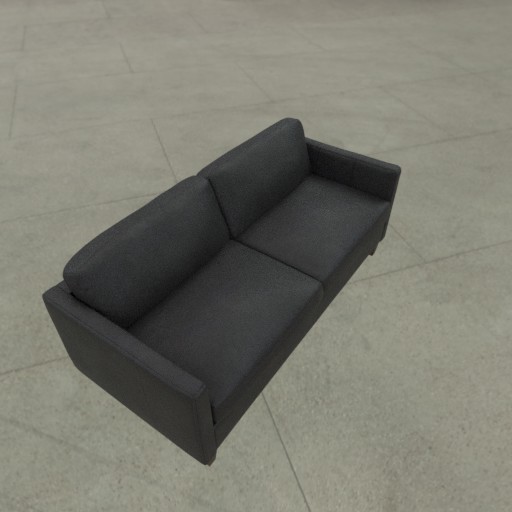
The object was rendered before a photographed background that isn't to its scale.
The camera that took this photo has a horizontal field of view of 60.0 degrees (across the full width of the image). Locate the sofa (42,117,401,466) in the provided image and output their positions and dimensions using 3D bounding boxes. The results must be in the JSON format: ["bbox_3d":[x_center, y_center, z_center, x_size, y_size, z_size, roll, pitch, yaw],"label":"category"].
[{"bbox_3d":[0.000,0.000,2.481,0.933,0.863,1.971,25,47,26],"label":"sofa"}]
